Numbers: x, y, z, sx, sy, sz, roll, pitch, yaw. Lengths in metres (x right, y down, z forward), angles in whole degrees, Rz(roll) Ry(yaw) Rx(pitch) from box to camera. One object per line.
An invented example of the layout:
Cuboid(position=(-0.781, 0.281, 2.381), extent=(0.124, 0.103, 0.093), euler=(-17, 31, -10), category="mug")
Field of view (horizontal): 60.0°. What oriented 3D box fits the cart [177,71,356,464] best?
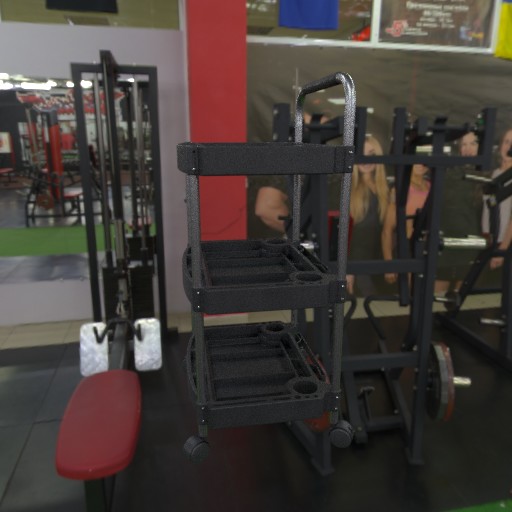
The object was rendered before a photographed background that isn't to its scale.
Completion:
Cuboid(position=(0.000, 0.000, 1.427), extent=(0.518, 1.075, 0.584), euler=(-3, 16, -9), category="cart")
